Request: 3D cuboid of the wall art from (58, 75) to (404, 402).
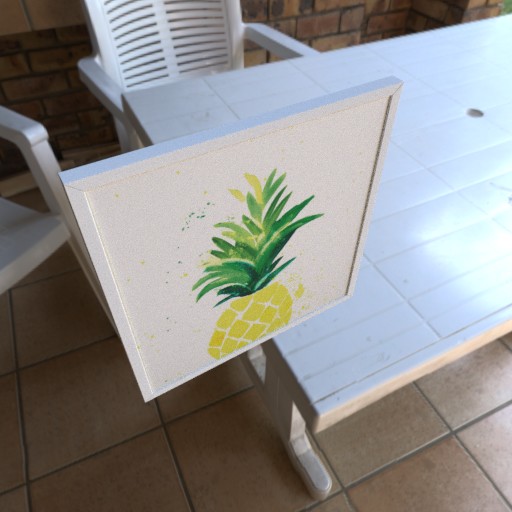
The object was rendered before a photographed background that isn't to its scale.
[{"bbox_3d":[0.000,0.000,1.149,0.763,0.761,0.038,-23,50,-21],"label":"wall art"}]
